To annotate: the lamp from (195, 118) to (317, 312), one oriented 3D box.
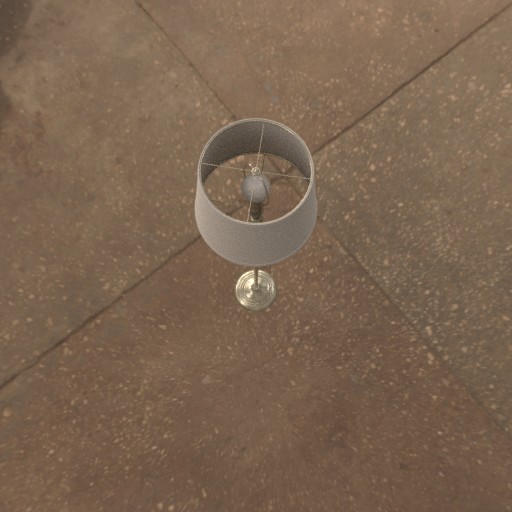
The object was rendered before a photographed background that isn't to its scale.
[{"bbox_3d":[0.000,0.000,1.693,0.327,1.506,0.327,-35,78,-8],"label":"lamp"}]
